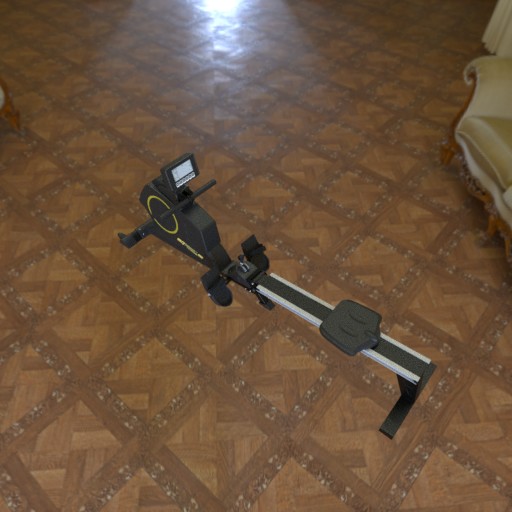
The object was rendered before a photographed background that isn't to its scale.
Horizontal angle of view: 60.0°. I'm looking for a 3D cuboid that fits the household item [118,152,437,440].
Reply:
[{"bbox_3d":[0.000,0.000,2.610,2.251,0.810,0.521,32,55,26],"label":"household item"}]
